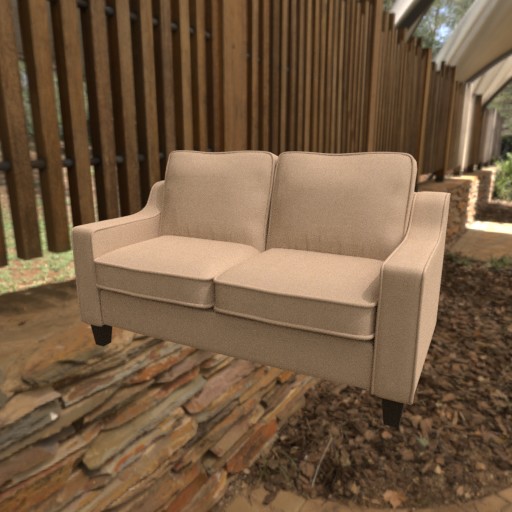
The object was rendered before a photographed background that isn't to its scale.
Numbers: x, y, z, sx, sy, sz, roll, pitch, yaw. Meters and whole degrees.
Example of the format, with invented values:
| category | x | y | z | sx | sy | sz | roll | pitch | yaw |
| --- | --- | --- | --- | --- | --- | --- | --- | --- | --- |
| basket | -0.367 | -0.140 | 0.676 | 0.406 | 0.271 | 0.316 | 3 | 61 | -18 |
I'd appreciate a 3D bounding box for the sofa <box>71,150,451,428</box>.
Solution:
| category | x | y | z | sx | sy | sz | roll | pitch | yaw |
| --- | --- | --- | --- | --- | --- | --- | --- | --- | --- |
| sofa | 0.000 | 0.000 | 3.411 | 2.587 | 1.562 | 1.351 | 7 | 16 | 26 |
